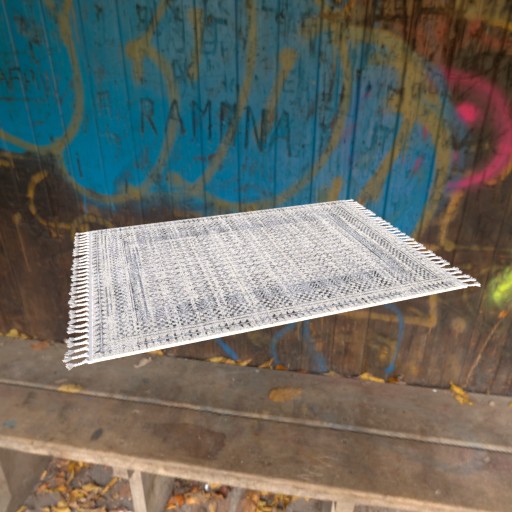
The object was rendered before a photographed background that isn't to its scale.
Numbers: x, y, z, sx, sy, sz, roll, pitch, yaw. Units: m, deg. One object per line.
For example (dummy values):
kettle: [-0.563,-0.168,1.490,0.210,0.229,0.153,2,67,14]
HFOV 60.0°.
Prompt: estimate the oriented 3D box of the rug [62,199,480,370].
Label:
rug: [0.000,0.000,2.361,1.872,0.013,1.243,-9,29,-16]
